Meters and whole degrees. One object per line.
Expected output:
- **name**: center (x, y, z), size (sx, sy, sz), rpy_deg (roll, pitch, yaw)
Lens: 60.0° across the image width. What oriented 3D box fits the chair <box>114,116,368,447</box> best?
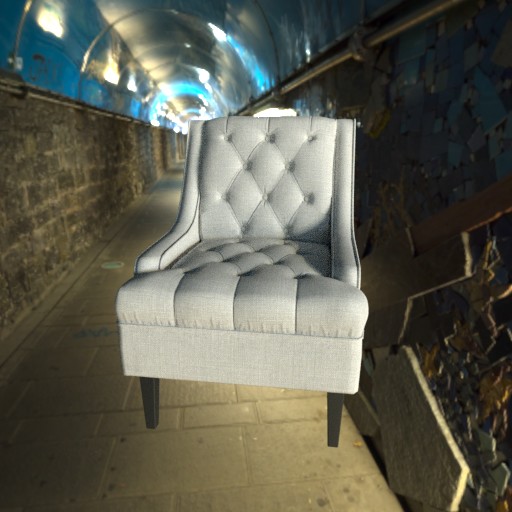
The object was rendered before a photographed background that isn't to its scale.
- **chair**: center (0.000, 0.000, 1.433), size (0.658, 0.891, 0.772), rpy_deg (2, 15, 8)
